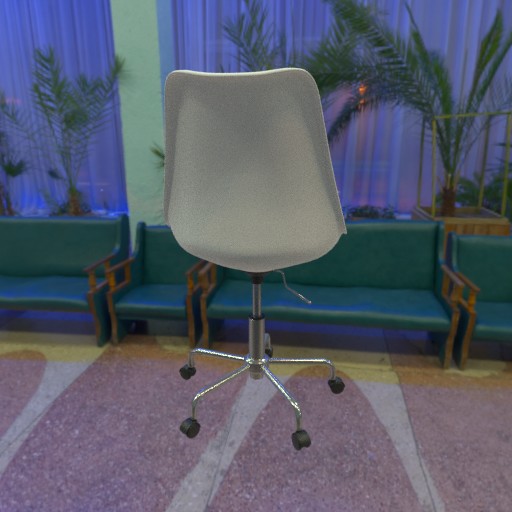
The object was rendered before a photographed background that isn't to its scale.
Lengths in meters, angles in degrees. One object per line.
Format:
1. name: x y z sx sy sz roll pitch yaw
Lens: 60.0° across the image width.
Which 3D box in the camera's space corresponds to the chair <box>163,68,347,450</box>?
1. chair: 0.000 0.000 1.258 0.550 0.930 0.550 3 17 10
